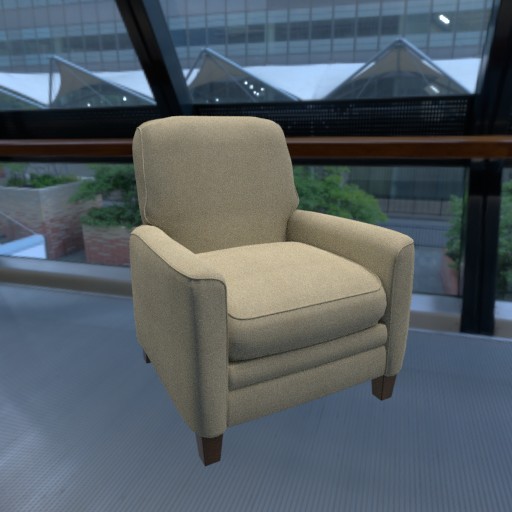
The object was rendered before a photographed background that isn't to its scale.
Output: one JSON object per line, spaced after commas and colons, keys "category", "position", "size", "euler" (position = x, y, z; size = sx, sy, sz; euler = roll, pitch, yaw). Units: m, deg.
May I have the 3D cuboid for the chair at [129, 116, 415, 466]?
{"category": "chair", "position": [0.000, 0.000, 1.660], "size": [0.850, 1.006, 0.853], "euler": [-9, 19, -27]}
